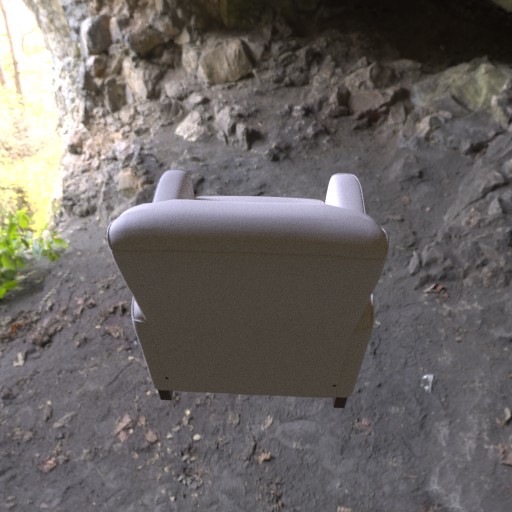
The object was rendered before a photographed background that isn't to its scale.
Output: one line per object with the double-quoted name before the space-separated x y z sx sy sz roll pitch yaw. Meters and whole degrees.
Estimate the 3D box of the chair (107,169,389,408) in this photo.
"chair" 0.000 0.000 1.670 0.841 1.028 0.858 2 46 2
